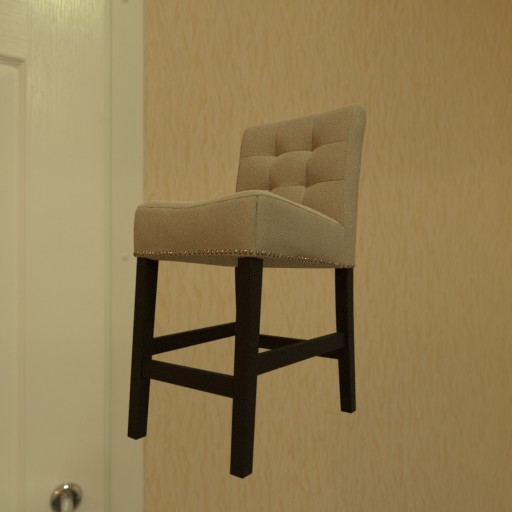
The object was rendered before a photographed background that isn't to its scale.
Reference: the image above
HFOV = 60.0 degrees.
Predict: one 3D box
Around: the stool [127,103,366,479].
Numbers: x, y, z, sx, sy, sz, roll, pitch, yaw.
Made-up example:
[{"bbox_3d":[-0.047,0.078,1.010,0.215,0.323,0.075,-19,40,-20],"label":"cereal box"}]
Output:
[{"bbox_3d":[0.000,0.000,1.204,0.427,0.885,0.571,0,0,36],"label":"stool"}]
